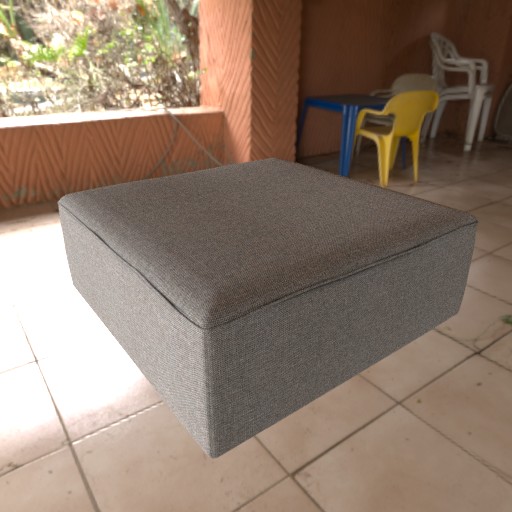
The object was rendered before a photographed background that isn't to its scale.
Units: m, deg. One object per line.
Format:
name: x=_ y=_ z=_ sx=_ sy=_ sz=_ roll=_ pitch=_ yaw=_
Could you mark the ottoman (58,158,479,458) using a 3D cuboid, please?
ottoman: x=0.000 y=0.000 z=1.530 sx=1.023 sy=0.423 sz=1.017 roll=-18 pitch=30 yaw=-33
